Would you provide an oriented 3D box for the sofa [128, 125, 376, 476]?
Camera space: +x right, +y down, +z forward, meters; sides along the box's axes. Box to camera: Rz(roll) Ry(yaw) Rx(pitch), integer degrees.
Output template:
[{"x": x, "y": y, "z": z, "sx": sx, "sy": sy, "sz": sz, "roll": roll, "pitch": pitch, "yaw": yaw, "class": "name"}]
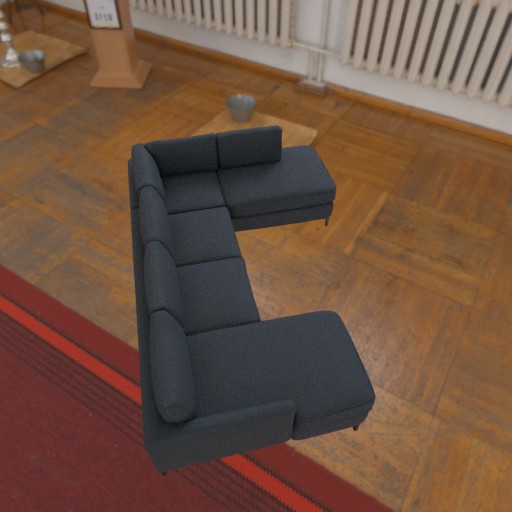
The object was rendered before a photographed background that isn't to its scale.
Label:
[{"x": 0.000, "y": 0.000, "z": 3.766, "sx": 1.984, "sy": 0.858, "sz": 2.975, "roll": -10, "pitch": 47, "yaw": -9, "class": "sofa"}]
